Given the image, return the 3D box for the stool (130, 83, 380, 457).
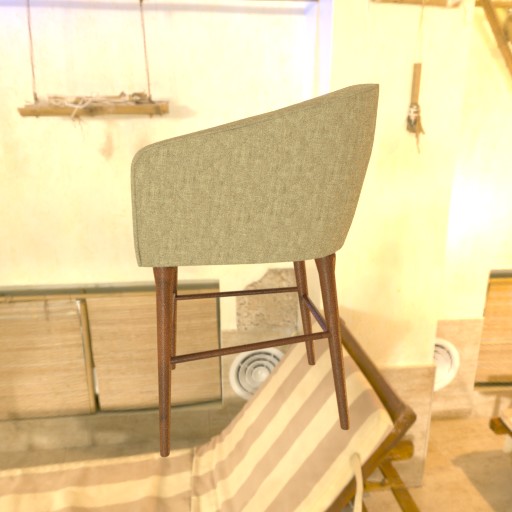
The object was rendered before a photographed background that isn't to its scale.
[{"bbox_3d":[0.000,0.000,1.308,0.635,0.952,0.559,-2,15,-8],"label":"stool"}]
